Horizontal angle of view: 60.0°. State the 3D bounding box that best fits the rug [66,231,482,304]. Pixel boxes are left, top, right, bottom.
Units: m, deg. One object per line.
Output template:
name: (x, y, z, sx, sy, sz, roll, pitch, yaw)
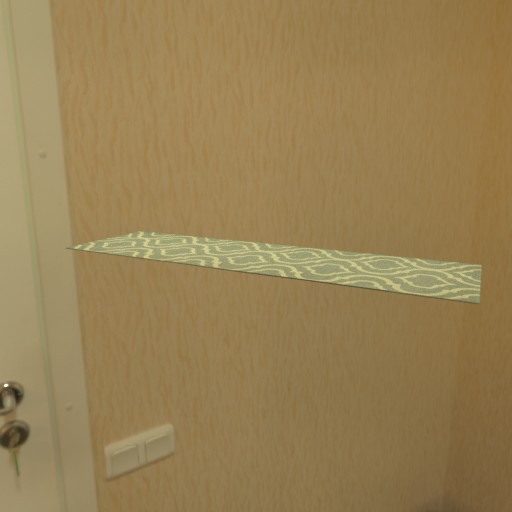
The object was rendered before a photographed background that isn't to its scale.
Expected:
rug: (0.000, 0.000, 2.498, 2.275, 0.009, 0.684, 7, 14, 26)
